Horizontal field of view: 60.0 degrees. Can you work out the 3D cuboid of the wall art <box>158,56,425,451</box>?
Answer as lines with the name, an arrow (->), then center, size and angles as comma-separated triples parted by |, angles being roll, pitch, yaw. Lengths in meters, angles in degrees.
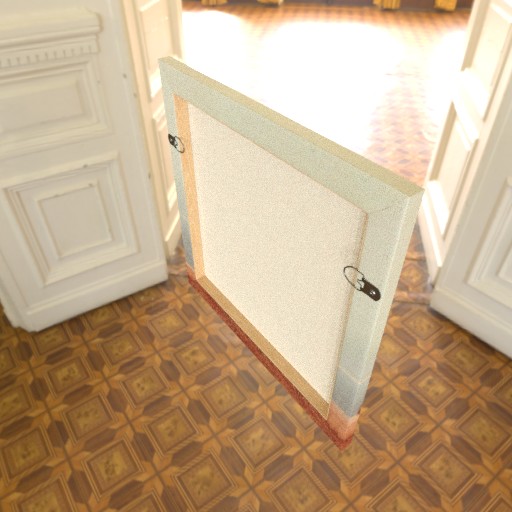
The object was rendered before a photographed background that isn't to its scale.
wall art -> 0.000, 0.000, 0.589 | 0.023, 0.405, 0.405 | -26, 47, -27
